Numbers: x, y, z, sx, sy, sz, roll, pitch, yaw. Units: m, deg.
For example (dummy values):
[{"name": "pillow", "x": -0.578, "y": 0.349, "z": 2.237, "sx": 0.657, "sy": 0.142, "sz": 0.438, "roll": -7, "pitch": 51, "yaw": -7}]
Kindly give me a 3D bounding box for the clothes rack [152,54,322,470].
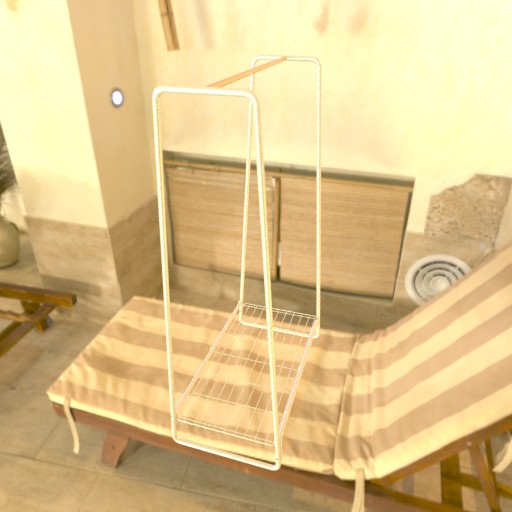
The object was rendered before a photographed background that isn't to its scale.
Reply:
[{"name": "clothes rack", "x": 0.000, "y": 0.000, "z": 1.904, "sx": 0.495, "sy": 1.500, "sz": 0.900, "roll": 9, "pitch": 31, "yaw": 15}]
